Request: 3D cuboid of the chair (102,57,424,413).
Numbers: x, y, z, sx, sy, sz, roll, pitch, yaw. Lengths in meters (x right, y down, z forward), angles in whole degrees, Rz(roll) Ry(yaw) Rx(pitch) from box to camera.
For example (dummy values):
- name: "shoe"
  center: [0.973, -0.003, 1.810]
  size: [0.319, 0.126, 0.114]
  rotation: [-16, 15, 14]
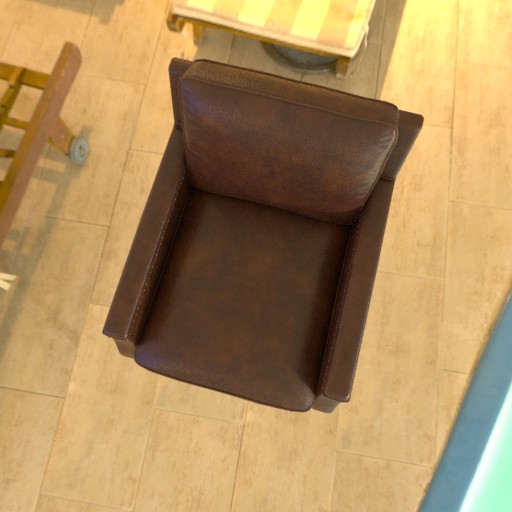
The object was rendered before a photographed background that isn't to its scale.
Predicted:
- name: "chair"
  center: [0.000, 0.000, 1.641]
  size: [0.853, 0.929, 1.014]
  rotation: [15, 76, 4]
